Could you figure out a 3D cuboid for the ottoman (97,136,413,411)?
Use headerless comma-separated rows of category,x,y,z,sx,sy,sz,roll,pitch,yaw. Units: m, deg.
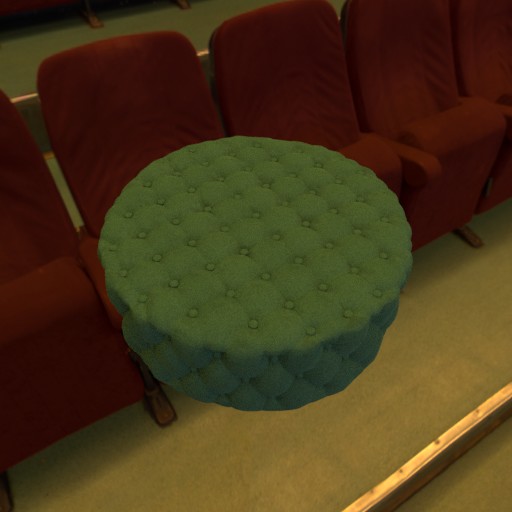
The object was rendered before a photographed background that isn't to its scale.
ottoman,0.000,0.000,1.530,0.998,0.399,0.998,0,46,0
